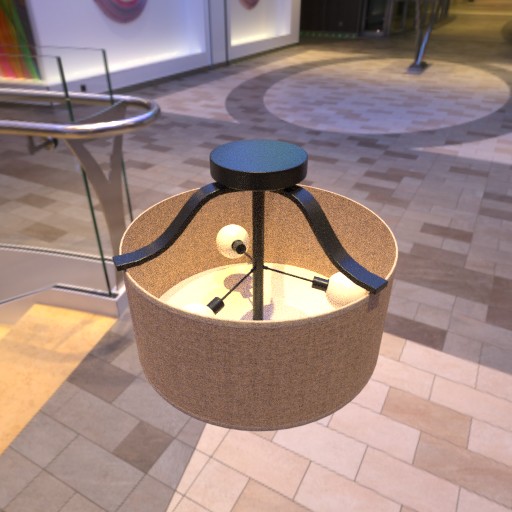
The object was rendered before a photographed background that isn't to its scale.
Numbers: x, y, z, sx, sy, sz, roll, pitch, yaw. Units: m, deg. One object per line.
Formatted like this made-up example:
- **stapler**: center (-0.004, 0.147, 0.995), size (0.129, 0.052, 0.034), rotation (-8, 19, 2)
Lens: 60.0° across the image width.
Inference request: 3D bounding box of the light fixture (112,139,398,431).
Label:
- **light fixture**: center (0.000, 0.000, 0.646), size (0.390, 0.306, 0.390), rotation (0, 32, 0)
